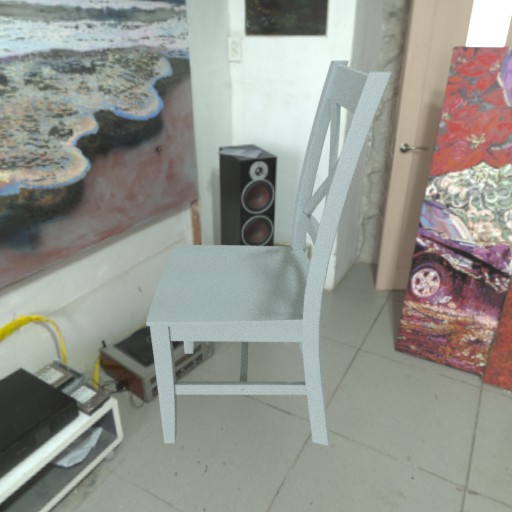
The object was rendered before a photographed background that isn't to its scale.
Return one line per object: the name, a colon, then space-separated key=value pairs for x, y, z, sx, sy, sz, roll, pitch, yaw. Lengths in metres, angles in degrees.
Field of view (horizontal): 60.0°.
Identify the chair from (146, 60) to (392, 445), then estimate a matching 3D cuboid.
chair: x=0.000 y=0.000 z=1.241 sx=0.542 sy=0.983 sz=0.485 roll=0 pitch=26 yaw=0
